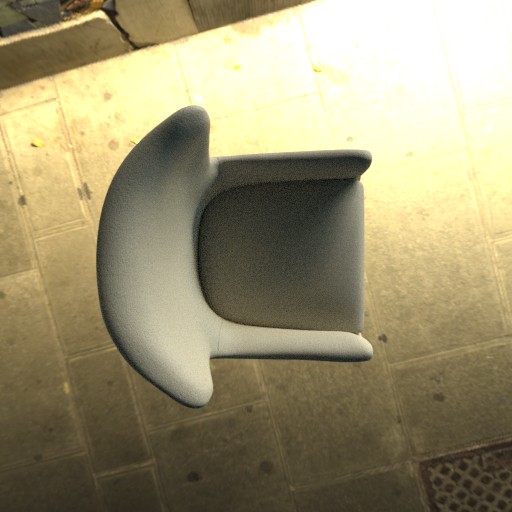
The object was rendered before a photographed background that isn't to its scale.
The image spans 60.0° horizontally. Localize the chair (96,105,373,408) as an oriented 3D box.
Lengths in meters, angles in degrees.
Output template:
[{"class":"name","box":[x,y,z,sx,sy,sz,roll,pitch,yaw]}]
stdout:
[{"class":"chair","box":[0.000,0.000,1.417,0.686,0.952,0.660,0,90,1]}]
